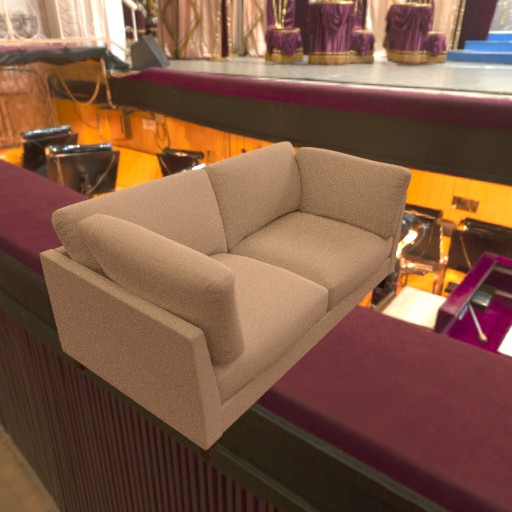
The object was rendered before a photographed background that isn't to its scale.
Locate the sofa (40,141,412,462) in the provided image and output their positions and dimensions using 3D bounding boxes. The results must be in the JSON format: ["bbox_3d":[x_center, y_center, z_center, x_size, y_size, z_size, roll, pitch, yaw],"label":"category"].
[{"bbox_3d":[0.000,0.000,2.289,0.970,0.836,1.776,19,32,33],"label":"sofa"}]
